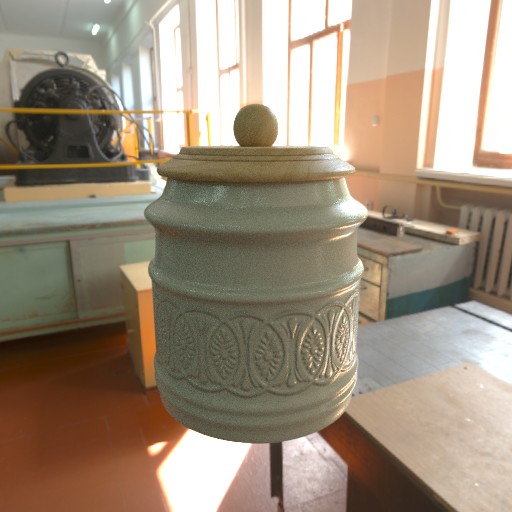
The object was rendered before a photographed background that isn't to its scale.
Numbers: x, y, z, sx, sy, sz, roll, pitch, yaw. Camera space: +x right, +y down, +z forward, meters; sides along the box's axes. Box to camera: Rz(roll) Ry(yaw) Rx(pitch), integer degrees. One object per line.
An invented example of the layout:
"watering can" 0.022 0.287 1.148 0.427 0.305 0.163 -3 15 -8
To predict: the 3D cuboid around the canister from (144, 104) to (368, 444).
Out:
"canister" 0.000 0.000 0.271 0.130 0.176 0.130 0 15 0
